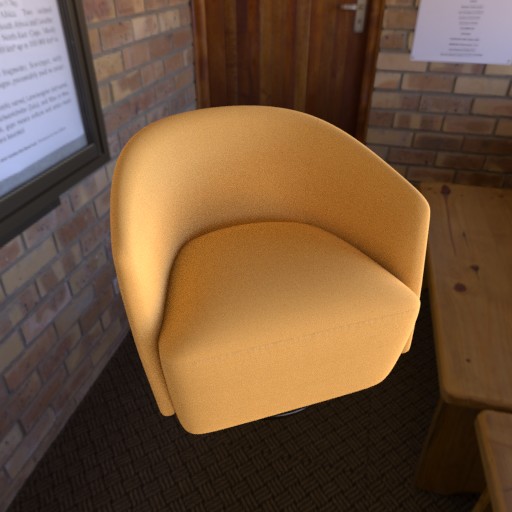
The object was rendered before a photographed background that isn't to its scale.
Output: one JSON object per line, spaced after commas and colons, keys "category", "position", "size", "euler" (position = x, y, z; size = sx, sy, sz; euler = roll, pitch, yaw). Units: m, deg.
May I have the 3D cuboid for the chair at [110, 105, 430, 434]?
{"category": "chair", "position": [0.000, 0.000, 1.316], "size": [0.773, 0.698, 0.767], "euler": [-10, 35, -15]}
